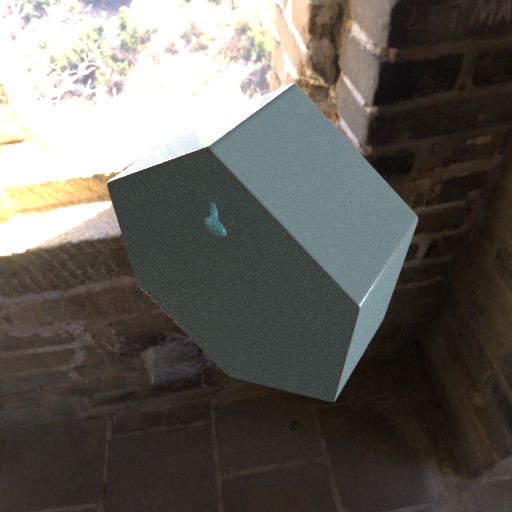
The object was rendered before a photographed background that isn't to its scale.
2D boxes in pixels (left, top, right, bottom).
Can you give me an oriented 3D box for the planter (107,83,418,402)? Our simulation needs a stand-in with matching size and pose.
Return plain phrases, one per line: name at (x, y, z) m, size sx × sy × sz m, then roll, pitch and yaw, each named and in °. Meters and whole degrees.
planter at (0.000, 0.000, 0.294) m, size 0.169 × 0.207 × 0.078 m, roll 26°, pitch 52°, yaw 23°
